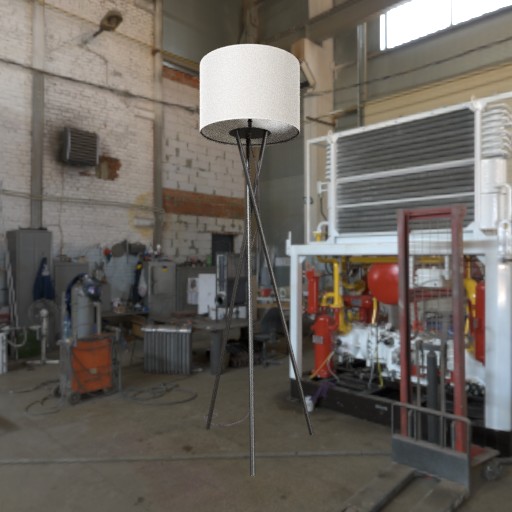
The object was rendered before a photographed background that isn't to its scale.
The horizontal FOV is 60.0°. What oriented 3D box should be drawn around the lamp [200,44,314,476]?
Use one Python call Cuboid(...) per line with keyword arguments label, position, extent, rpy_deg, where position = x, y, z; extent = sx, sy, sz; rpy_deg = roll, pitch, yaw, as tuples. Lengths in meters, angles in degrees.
Cuboid(label="lamp", position=(0.000, 0.000, 1.952), extent=(0.522, 1.624, 0.667), rpy_deg=(0, 0, 0))
